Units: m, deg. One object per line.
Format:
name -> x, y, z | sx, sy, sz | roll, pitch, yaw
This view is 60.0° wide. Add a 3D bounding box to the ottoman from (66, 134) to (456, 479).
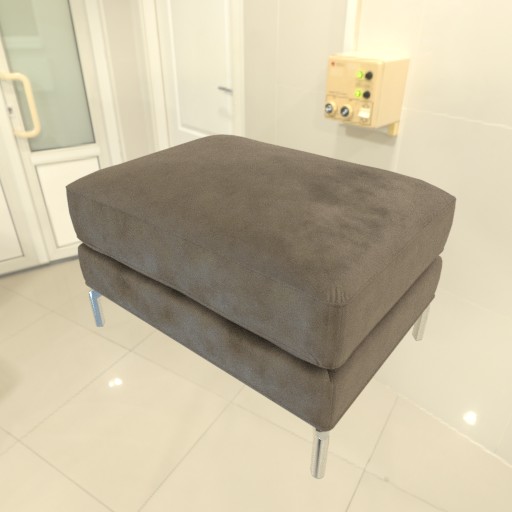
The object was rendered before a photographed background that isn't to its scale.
ottoman -> 0.000, 0.000, 1.050 | 0.719, 0.456, 0.520 | 22, 37, 33
